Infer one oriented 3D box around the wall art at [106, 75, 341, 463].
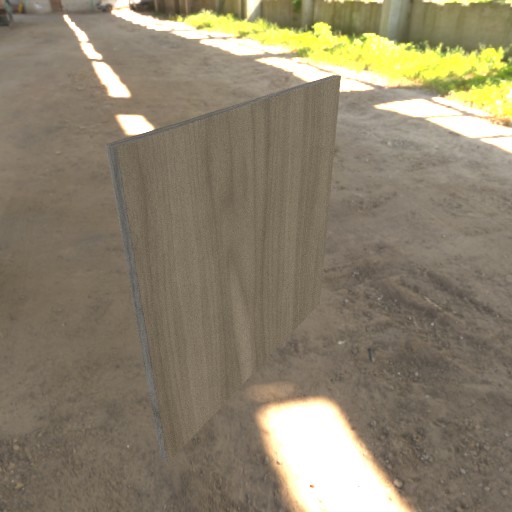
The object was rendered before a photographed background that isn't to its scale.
[{"bbox_3d":[0.000,0.000,0.749,0.016,0.507,0.508,20,36,29],"label":"wall art"}]
